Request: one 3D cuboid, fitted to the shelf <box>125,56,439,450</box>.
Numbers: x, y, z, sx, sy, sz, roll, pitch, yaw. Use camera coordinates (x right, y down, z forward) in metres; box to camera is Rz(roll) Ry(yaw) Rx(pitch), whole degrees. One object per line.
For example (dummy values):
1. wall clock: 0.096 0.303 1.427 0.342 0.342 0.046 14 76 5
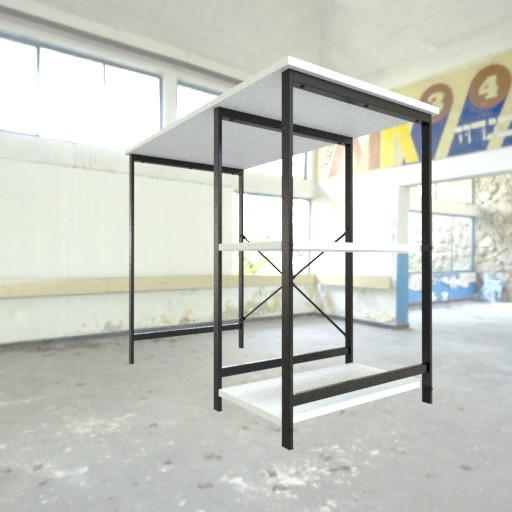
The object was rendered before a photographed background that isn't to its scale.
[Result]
1. shelf: 0.000 0.000 1.344 0.498 0.750 0.902 0 0 -36
